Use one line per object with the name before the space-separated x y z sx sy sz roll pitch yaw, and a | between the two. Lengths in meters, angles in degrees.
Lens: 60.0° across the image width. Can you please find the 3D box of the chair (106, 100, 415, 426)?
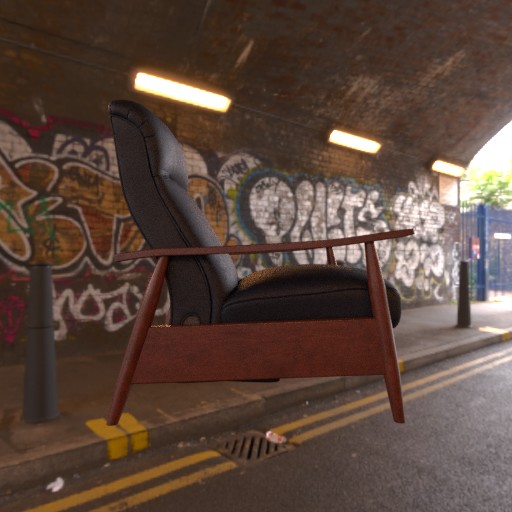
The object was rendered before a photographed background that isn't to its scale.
chair | 0.000 0.000 1.790 1.014 1.082 0.762 0 0 -1
